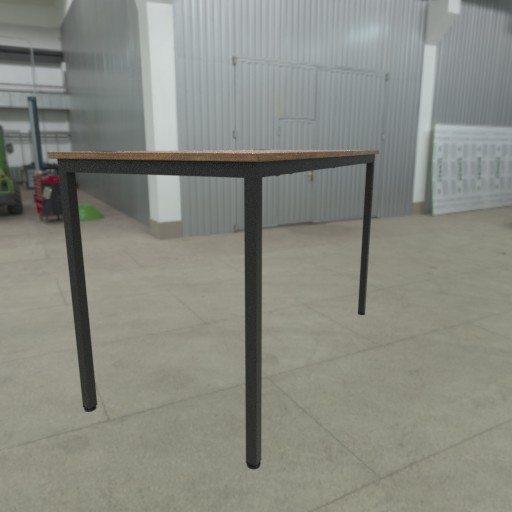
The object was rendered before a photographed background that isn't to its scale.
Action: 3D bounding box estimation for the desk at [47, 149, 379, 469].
[{"bbox_3d":[0.000,0.000,1.613,0.600,0.749,1.200,7,15,25],"label":"desk"}]
